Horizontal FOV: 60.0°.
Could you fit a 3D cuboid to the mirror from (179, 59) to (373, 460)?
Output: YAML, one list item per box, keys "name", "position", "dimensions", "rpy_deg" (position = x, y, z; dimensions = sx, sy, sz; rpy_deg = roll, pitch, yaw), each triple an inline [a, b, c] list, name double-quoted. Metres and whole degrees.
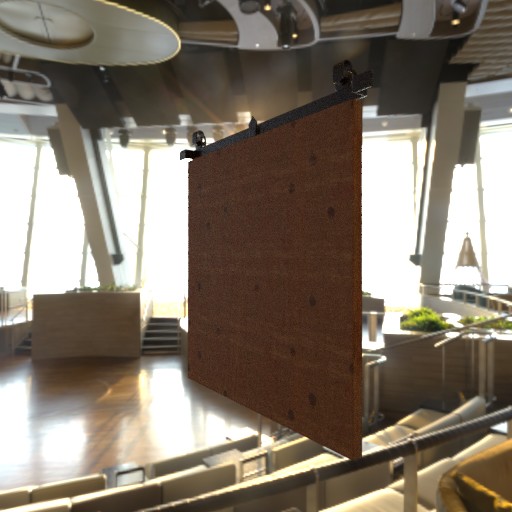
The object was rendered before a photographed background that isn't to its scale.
- name: "mirror"
  position: [0.000, 0.000, 1.155]
  dimensions: [0.054, 0.800, 0.805]
  rpy_deg: [0, 0, -35]
